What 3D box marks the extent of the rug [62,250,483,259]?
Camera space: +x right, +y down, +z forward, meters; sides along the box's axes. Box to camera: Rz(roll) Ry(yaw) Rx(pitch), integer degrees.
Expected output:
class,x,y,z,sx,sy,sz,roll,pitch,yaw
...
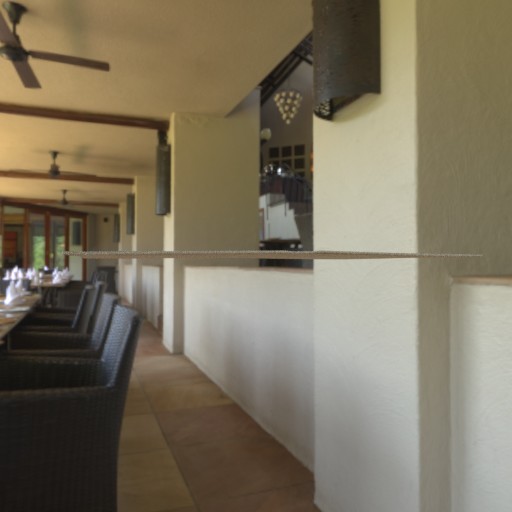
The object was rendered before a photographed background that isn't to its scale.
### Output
class,x,y,z,sx,sy,sz,roll,pitch,yaw
rug,0.000,0.000,3.773,2.869,0.038,2.032,0,-1,-18
